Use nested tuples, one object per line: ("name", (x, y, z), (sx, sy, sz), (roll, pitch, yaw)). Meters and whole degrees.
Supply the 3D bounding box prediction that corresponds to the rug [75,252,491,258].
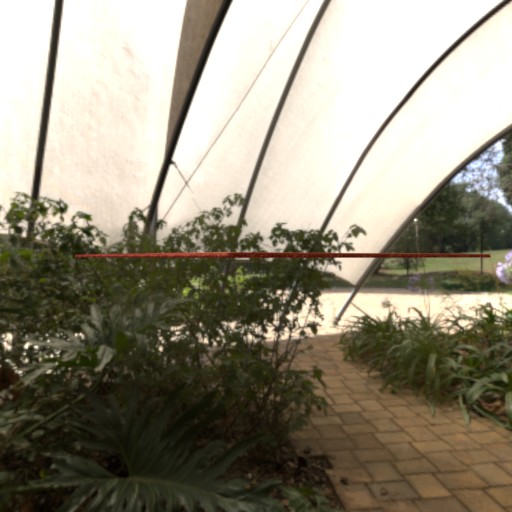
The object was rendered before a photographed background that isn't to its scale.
("rug", (0.000, 0.000, 3.854), (2.340, 0.028, 2.905), (0, 0, -35))
